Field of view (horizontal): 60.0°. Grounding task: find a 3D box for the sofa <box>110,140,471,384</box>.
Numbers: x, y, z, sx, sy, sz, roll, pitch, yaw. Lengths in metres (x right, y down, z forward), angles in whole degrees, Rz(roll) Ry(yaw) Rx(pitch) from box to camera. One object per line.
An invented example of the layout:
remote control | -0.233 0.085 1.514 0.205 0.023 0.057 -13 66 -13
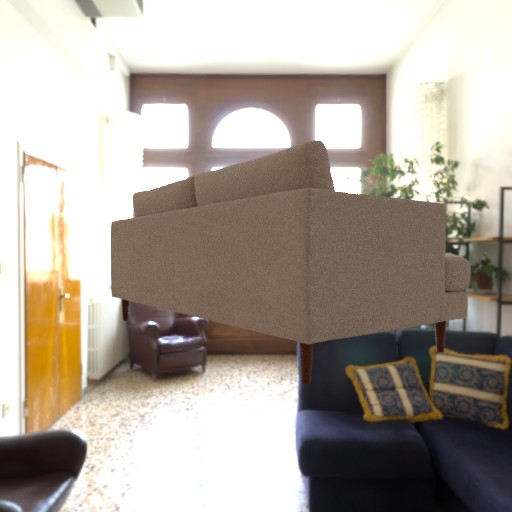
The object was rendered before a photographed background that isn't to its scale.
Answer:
sofa | 0.000 0.000 2.499 1.020 0.868 1.948 0 1 -36
